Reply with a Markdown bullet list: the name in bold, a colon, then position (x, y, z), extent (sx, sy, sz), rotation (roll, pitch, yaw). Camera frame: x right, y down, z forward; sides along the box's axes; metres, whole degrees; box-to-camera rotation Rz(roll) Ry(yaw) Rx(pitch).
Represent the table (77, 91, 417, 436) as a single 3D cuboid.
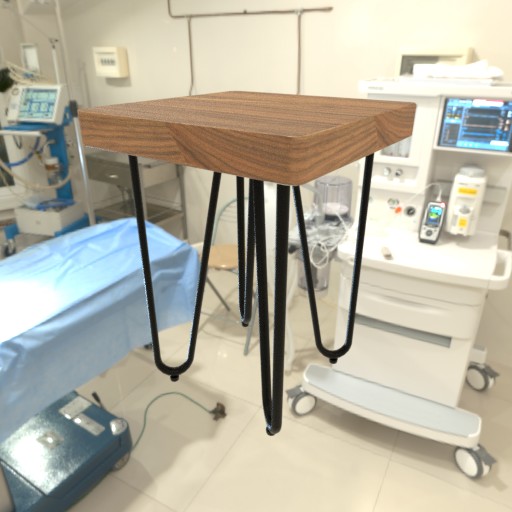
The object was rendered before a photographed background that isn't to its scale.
- **table**: position (0.000, 0.000, 0.992), extent (0.480, 0.641, 0.479), rotation (17, 30, 32)
